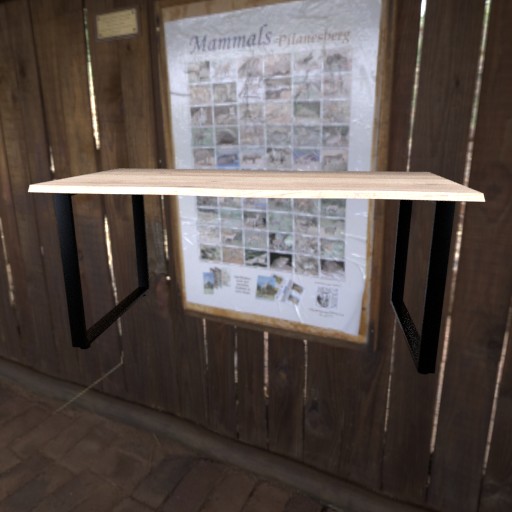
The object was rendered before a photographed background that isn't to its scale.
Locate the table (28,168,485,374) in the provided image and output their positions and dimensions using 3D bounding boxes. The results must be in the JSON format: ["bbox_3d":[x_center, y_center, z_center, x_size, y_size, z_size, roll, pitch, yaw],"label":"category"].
[{"bbox_3d":[0.000,0.000,2.235,1.800,0.780,0.900,2,16,8],"label":"table"}]
